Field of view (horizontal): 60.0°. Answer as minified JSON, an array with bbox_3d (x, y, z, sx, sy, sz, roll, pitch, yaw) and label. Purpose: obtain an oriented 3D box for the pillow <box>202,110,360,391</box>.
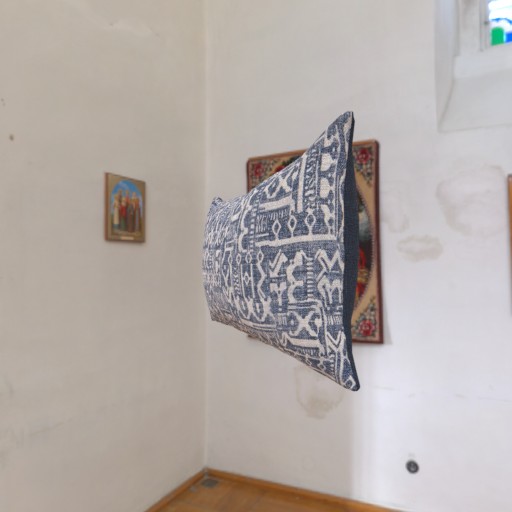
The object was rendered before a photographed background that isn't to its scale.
[{"bbox_3d":[0.000,0.000,0.750,0.148,0.292,0.631,0,-1,-19],"label":"pillow"}]
